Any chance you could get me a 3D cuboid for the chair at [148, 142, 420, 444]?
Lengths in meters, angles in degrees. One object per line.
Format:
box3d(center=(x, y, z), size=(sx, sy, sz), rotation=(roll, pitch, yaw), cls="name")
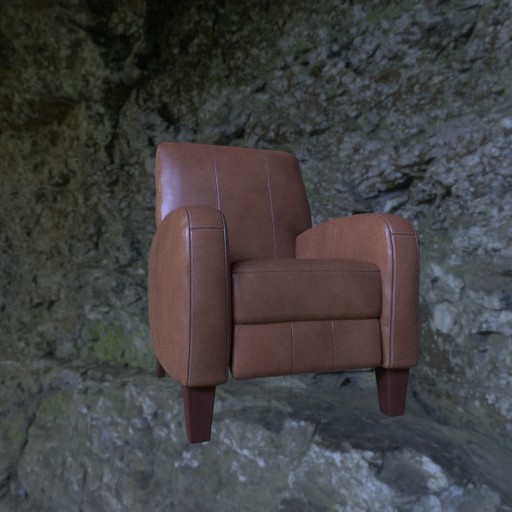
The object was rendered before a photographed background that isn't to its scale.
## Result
box3d(center=(0.000, 0.000, 1.660), size=(0.762, 0.990, 0.990), rotation=(0, -1, -19), cls="chair")
